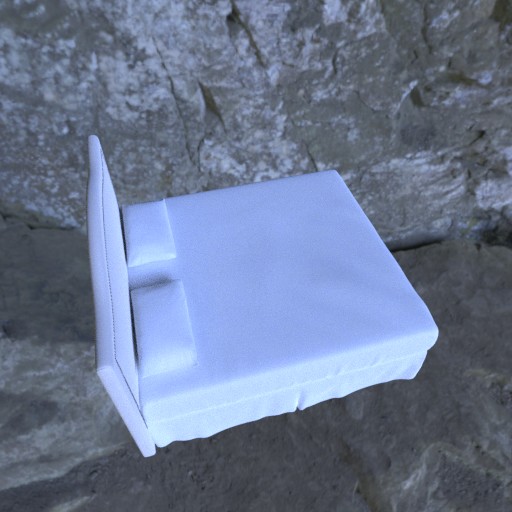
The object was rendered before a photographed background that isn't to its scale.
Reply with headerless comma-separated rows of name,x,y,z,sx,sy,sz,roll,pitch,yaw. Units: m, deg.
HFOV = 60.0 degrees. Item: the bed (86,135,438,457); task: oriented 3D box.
bed,0.000,0.000,3.418,2.182,1.421,2.083,-12,49,-10
